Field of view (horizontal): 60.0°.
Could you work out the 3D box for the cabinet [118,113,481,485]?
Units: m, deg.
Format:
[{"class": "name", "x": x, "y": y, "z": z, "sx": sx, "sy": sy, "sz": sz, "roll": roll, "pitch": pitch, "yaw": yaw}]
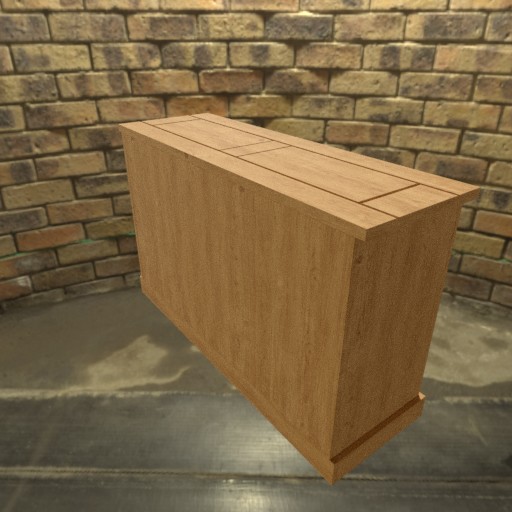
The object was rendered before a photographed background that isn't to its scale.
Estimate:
[{"class": "cabinet", "x": 0.000, "y": 0.000, "z": 1.663, "sx": 0.432, "sy": 0.810, "sz": 1.321, "roll": -19, "pitch": 33, "yaw": -32}]
